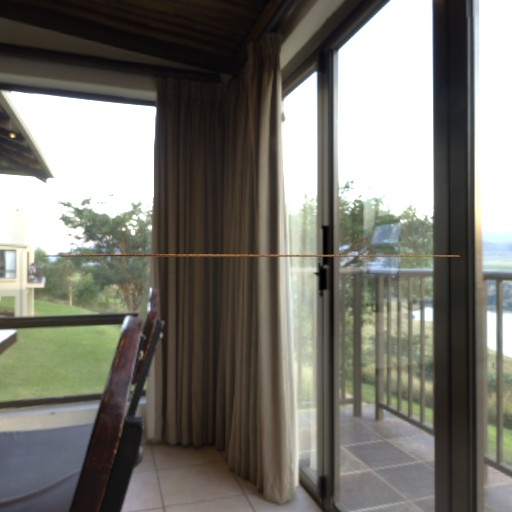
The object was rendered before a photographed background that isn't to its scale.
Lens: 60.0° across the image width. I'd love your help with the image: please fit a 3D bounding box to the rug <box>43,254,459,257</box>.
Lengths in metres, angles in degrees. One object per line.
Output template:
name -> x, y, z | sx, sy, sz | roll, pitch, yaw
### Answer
rug -> 0.000, 0.000, 2.956 | 2.336, 0.007, 1.525 | 0, 0, -36
